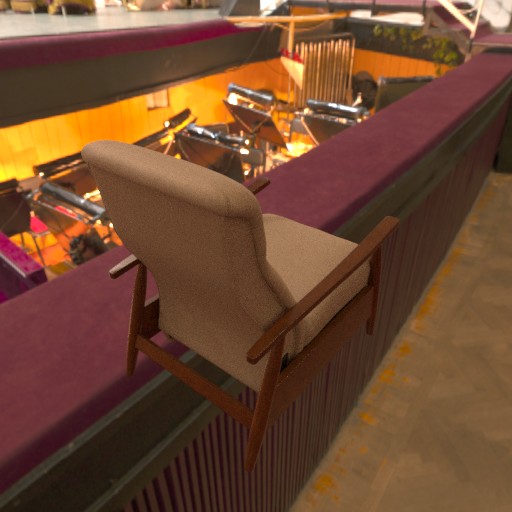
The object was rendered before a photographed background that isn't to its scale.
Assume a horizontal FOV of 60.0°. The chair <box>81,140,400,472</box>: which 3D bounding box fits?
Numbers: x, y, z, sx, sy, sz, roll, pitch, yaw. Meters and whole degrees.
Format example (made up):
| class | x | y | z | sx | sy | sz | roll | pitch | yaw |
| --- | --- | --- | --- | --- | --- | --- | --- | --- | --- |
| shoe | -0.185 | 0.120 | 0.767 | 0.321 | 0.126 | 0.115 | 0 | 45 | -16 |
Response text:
| class | x | y | z | sx | sy | sz | roll | pitch | yaw |
| --- | --- | --- | --- | --- | --- | --- | --- | --- | --- |
| chair | 0.000 | 0.000 | 1.813 | 0.762 | 1.082 | 1.030 | 24 | 39 | 33 |
